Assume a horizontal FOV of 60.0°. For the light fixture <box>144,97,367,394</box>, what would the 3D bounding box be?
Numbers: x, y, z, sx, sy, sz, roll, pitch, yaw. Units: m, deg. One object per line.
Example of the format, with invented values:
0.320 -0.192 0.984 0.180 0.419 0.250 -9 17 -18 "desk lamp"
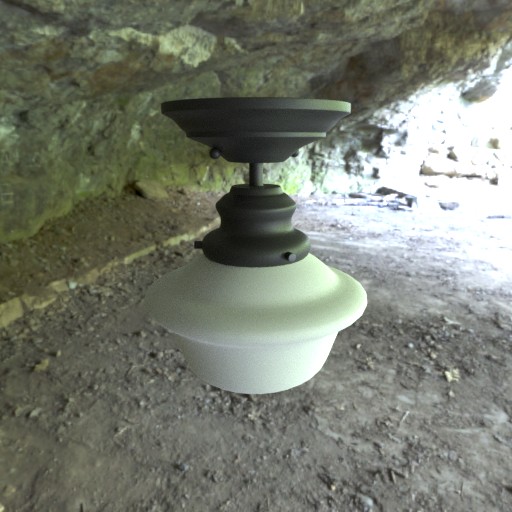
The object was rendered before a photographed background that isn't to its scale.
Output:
0.000 0.000 0.393 0.197 0.254 0.197 0 15 0 "light fixture"
